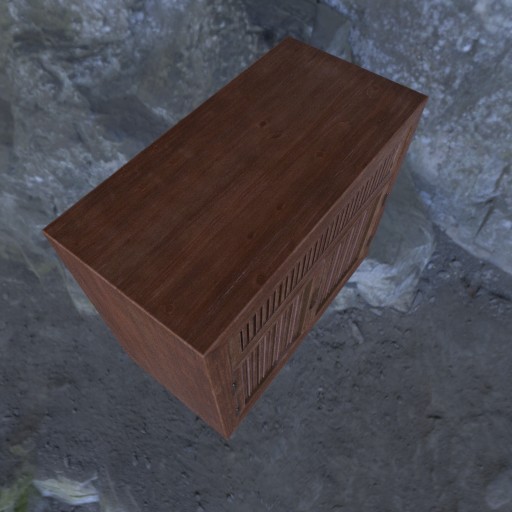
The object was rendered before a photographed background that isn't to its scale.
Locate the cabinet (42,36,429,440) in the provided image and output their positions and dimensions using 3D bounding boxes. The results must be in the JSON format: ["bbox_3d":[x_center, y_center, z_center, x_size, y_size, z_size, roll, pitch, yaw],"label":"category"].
[{"bbox_3d":[0.000,0.000,1.260,0.412,0.785,0.796,33,63,19],"label":"cabinet"}]
